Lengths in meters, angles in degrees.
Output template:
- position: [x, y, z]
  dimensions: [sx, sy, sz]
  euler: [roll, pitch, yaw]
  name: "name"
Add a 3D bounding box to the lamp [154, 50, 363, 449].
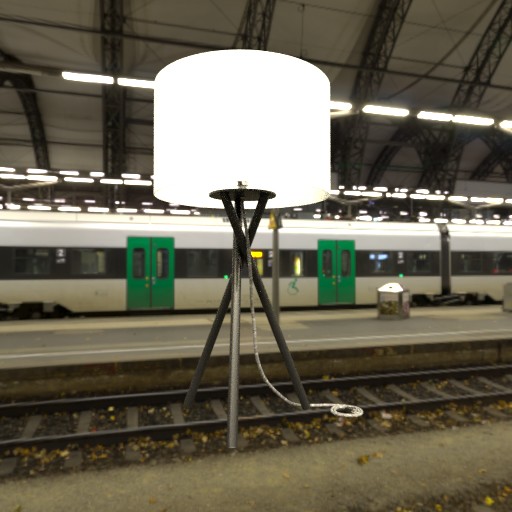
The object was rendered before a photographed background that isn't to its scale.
- position: [0.000, 0.000, 0.923]
  dimensions: [0.422, 0.674, 0.353]
  euler: [1, -2, -37]
  name: "lamp"
